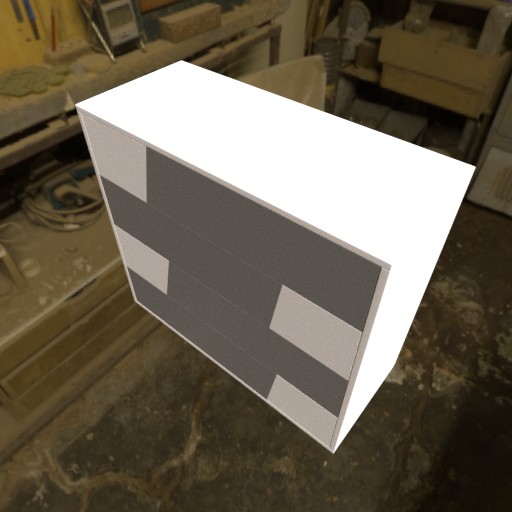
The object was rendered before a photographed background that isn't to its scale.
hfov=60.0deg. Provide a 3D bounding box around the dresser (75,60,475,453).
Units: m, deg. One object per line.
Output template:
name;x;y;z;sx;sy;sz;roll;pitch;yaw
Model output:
dresser;0.000;0.000;1.624;1.100;1.000;0.460;30;52;27
